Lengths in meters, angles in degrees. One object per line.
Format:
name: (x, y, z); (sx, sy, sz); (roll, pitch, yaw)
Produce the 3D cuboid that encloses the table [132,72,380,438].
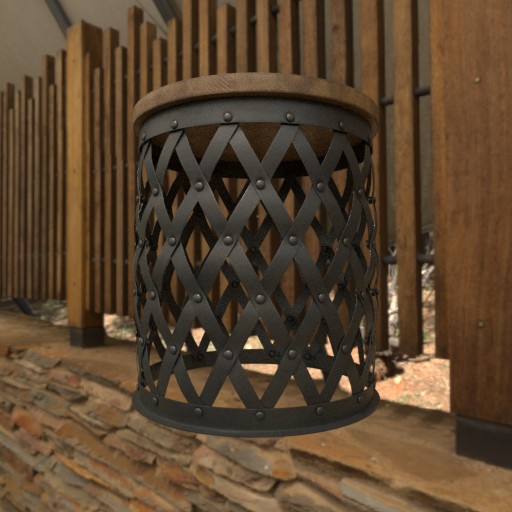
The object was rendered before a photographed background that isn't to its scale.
table: (0.000, 0.000, 0.753); (0.405, 0.454, 0.405); (0, -1, 0)
